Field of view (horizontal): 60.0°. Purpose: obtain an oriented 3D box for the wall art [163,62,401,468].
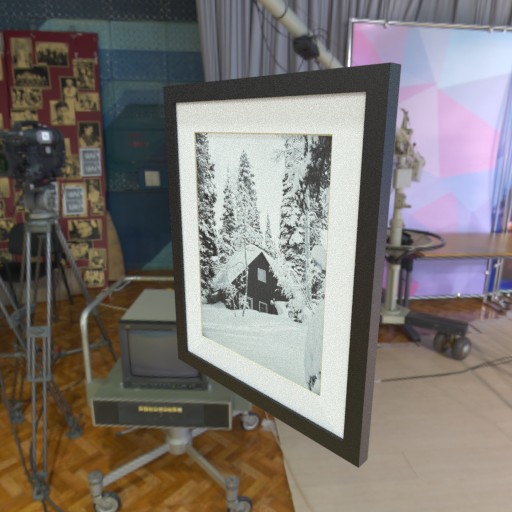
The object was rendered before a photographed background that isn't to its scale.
[{"bbox_3d":[0.000,0.000,0.530,0.325,0.397,0.018,16,23,43],"label":"wall art"}]
